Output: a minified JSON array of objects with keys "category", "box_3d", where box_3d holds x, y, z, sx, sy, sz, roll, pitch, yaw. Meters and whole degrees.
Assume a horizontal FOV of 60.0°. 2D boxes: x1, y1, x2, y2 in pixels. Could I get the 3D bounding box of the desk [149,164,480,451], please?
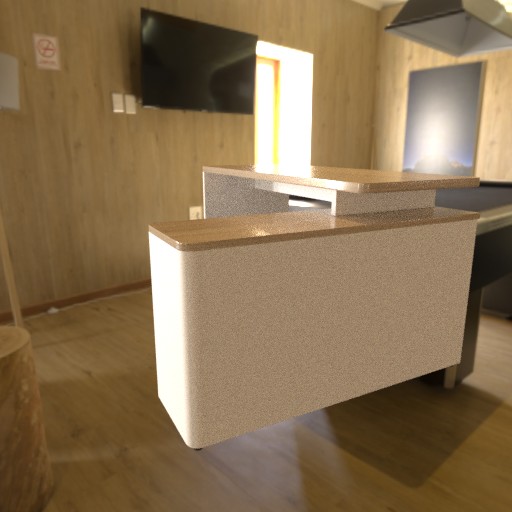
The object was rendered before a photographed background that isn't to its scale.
[{"category":"desk","box_3d":[0.000,0.000,2.066,1.175,0.770,1.400,-7,16,-27]}]
